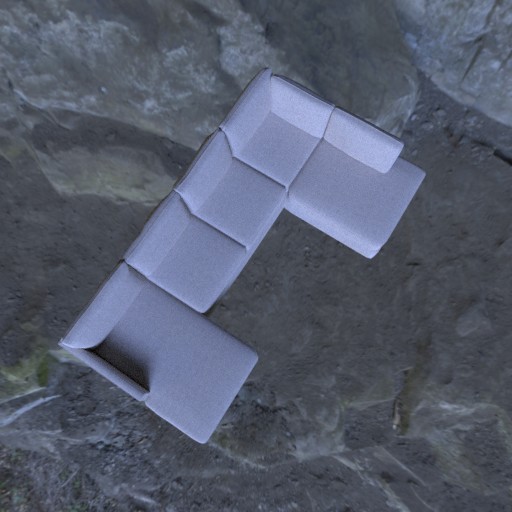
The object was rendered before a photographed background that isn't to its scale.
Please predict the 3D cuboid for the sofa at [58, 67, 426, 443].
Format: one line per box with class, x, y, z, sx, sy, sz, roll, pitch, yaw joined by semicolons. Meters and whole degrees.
sofa;0.000;0.000;4.358;2.021;0.996;3.423;32;77;8
